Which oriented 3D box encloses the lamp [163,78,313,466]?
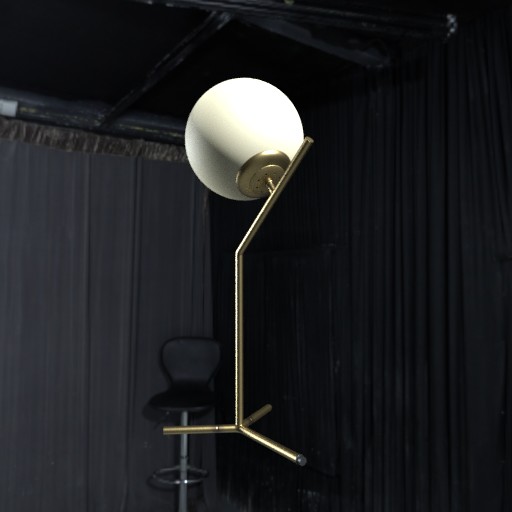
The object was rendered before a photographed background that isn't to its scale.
[{"bbox_3d":[0.000,0.000,0.670,0.210,0.552,0.251,1,-2,-35],"label":"lamp"}]
